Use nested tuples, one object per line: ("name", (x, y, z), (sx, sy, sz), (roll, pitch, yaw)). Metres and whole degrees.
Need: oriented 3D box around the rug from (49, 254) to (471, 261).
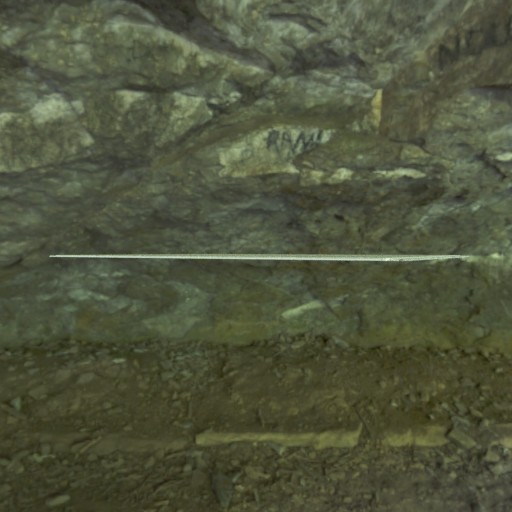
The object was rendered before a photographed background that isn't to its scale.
("rug", (0.000, 0.000, 3.044), (2.486, 0.013, 1.548), (0, 1, 34))
